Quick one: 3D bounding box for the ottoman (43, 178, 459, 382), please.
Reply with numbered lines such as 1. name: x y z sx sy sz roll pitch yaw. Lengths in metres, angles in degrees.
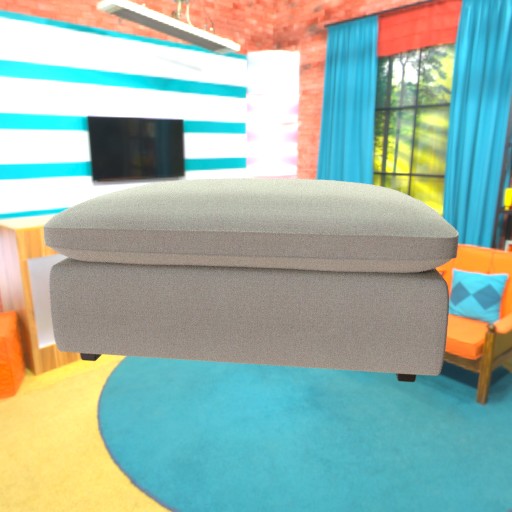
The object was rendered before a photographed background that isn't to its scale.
1. ottoman: 0.000 0.000 1.339 0.984 0.453 0.686 2 14 7
